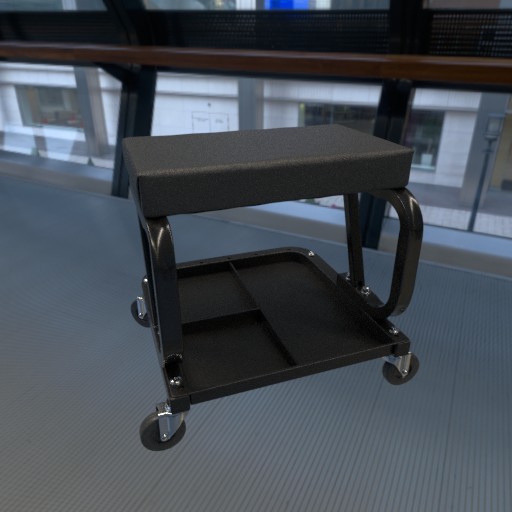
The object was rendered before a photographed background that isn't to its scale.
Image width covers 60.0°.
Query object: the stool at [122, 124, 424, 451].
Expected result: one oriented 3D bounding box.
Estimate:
[{"bbox_3d":[0.000,0.000,0.730,0.446,0.380,0.371,-9,27,-18],"label":"stool"}]
